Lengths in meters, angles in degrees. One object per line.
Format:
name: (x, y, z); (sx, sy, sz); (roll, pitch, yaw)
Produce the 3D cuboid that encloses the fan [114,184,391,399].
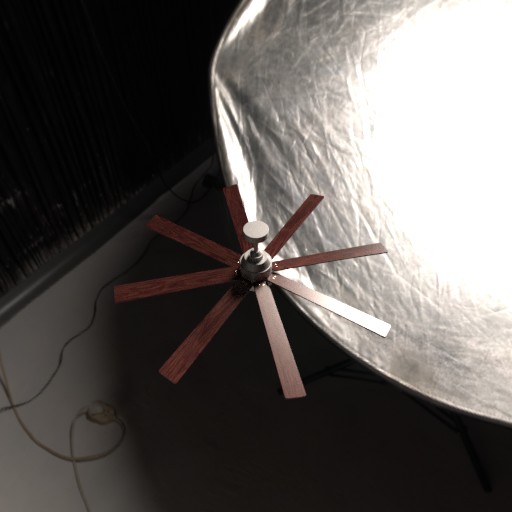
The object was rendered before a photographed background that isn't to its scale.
fan: (0.000, 0.000, 2.833); (1.830, 0.472, 1.830); (24, 51, 21)
